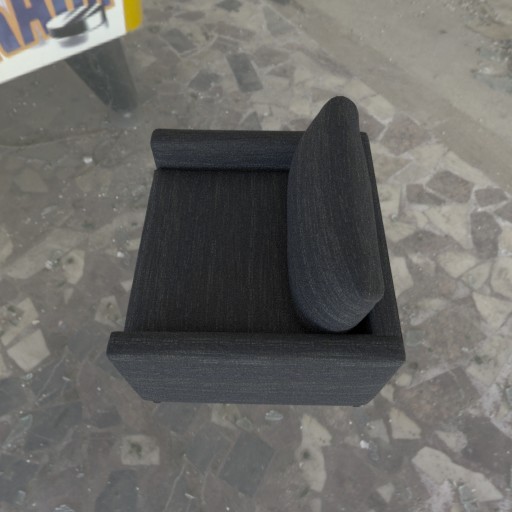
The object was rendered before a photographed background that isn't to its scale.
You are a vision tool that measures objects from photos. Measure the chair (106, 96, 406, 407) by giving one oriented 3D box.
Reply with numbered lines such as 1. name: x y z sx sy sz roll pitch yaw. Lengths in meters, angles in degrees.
1. chair: 0.000 0.000 1.645 0.866 0.861 0.963 1 57 1
